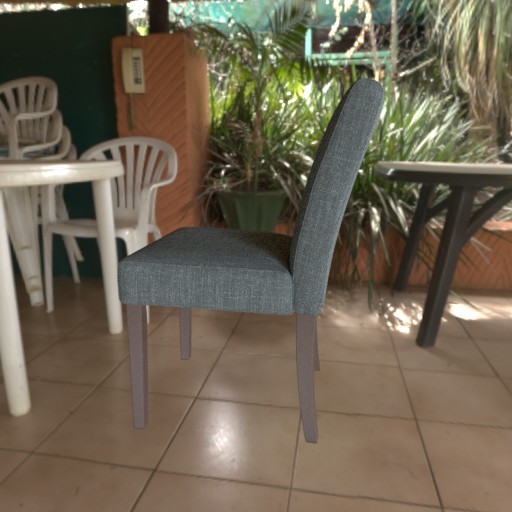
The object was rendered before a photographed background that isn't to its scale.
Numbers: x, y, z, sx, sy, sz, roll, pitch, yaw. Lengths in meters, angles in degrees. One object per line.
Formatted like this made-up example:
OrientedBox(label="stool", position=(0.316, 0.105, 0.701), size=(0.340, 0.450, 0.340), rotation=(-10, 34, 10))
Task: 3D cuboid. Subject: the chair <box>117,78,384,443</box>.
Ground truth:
OrientedBox(label="chair", position=(0.000, 0.000, 1.262), size=(0.629, 0.884, 0.487), rotation=(2, 14, 8))
